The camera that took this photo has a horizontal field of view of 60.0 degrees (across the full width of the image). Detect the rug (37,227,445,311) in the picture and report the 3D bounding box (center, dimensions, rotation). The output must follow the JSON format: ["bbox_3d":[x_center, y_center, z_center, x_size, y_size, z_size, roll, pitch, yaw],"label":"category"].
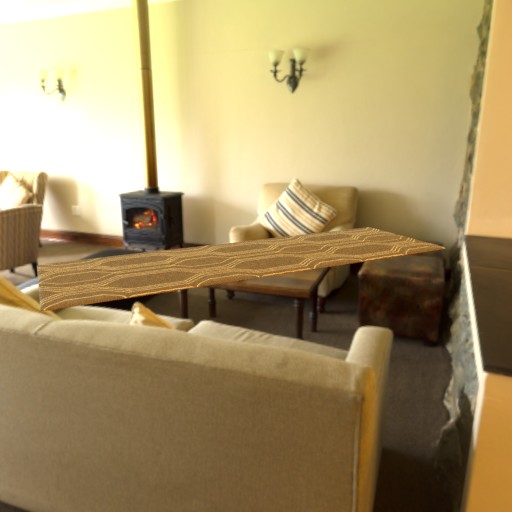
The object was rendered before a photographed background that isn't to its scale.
[{"bbox_3d":[0.000,0.000,2.777,2.464,0.012,0.773,-7,17,-26],"label":"rug"}]
